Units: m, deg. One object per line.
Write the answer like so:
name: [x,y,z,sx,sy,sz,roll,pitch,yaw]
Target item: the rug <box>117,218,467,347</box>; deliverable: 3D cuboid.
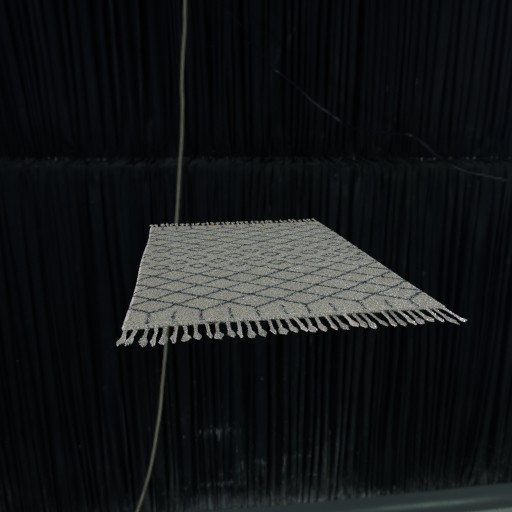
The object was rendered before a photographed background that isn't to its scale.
rug: [0.000,0.000,3.246,1.664,0.029,2.615,-3,16,-9]
